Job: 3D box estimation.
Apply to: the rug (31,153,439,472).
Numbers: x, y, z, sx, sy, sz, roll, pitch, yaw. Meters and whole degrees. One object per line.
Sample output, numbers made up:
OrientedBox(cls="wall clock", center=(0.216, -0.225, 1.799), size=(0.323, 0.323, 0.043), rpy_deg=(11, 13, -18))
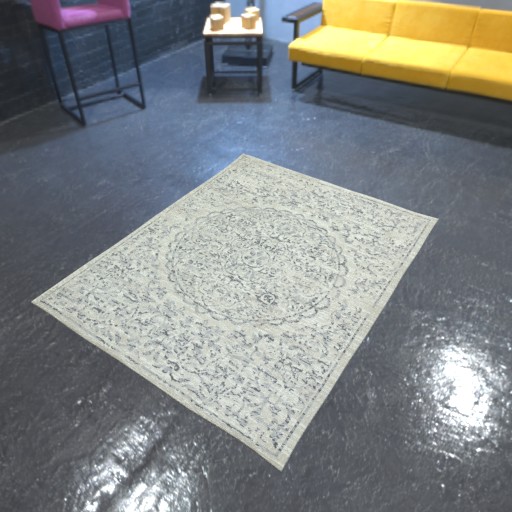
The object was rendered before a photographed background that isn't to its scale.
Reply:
OrientedBox(cls="rug", center=(0.000, 0.000, 3.928), size=(2.343, 0.026, 2.925), rpy_deg=(24, 47, 25))
